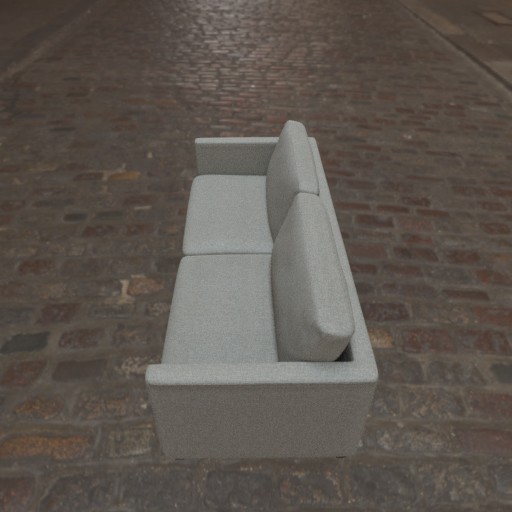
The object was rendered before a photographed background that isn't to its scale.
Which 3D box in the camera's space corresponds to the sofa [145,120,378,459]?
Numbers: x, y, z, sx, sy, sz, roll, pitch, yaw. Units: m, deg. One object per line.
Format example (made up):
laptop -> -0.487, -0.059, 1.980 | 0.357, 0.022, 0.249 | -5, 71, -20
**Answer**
sofa -> 0.000, 0.000, 2.728 | 0.956, 0.963, 2.208 | -1, 40, -1
